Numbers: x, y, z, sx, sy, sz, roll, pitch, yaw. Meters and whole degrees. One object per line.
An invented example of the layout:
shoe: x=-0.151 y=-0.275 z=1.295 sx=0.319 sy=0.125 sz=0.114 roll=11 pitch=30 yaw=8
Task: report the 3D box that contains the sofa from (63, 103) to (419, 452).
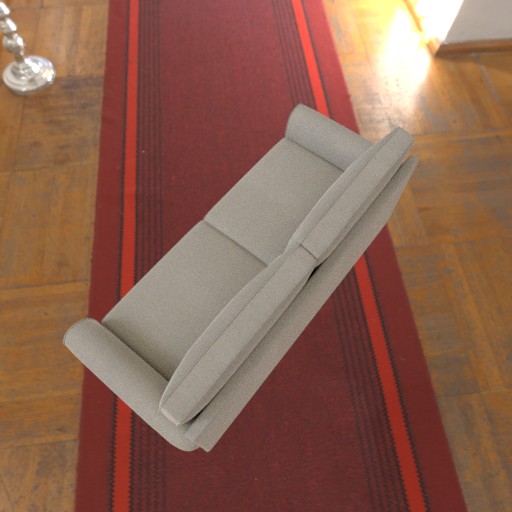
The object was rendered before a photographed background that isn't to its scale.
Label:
sofa: x=0.000 y=0.000 z=2.655 sx=0.901 sy=0.962 sz=2.146 roll=35 pitch=69 yaw=16
